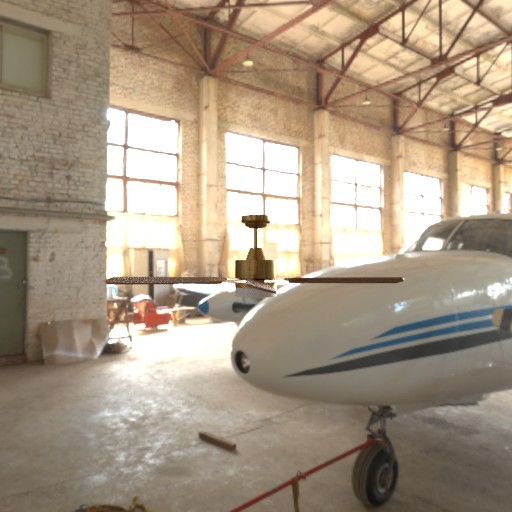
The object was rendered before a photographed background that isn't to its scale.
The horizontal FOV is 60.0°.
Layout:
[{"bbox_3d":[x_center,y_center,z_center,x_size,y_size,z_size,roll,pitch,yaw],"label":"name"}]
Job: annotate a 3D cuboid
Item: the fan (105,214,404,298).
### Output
[{"bbox_3d":[0.000,0.000,1.965,1.320,0.355,1.320,0,-1,-1],"label":"fan"}]
